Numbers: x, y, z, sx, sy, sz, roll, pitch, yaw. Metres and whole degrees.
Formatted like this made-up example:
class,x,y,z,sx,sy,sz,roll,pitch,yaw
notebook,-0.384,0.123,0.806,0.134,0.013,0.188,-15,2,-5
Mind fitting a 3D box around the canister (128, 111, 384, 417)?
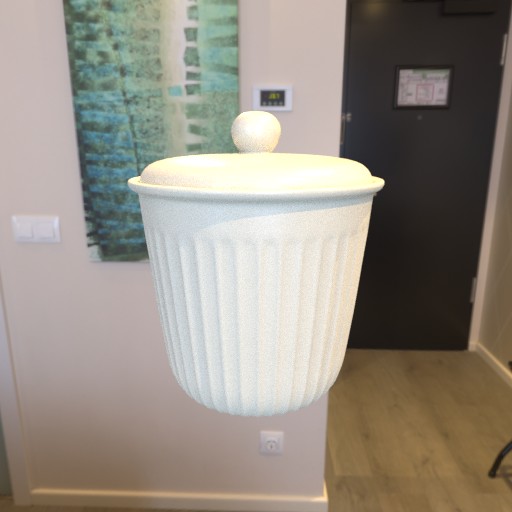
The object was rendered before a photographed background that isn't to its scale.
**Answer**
class,x,y,z,sx,sy,sz,roll,pitch,yaw
canister,0.000,0.000,0.338,0.181,0.211,0.181,0,14,0
